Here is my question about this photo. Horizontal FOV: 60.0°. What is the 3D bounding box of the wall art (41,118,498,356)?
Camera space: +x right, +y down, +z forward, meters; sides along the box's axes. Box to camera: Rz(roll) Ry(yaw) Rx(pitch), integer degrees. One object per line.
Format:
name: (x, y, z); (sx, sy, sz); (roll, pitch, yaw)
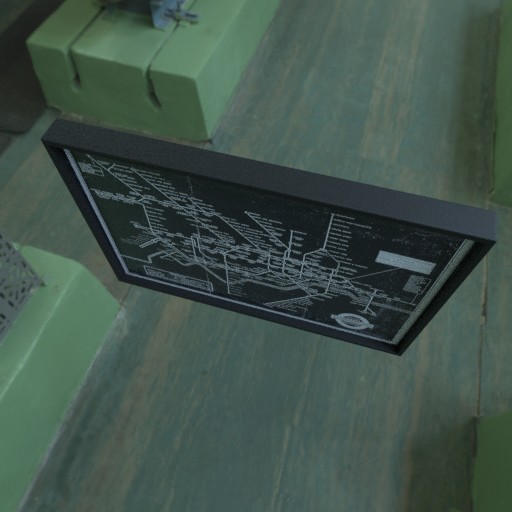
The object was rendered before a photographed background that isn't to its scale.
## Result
wall art: (0.000, 0.000, 0.834); (0.671, 0.456, 0.051); (14, 59, 8)
